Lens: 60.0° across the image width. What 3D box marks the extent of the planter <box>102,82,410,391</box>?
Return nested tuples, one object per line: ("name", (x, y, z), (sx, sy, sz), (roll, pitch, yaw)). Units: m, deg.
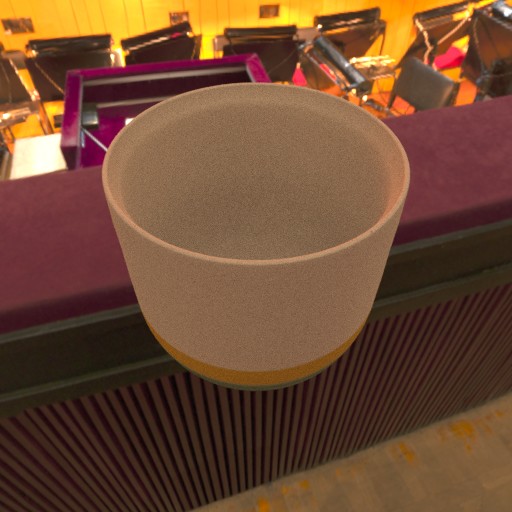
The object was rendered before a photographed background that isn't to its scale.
("planter", (0.000, 0.000, 0.490), (0.268, 0.270, 0.268), (0, 47, 0))
